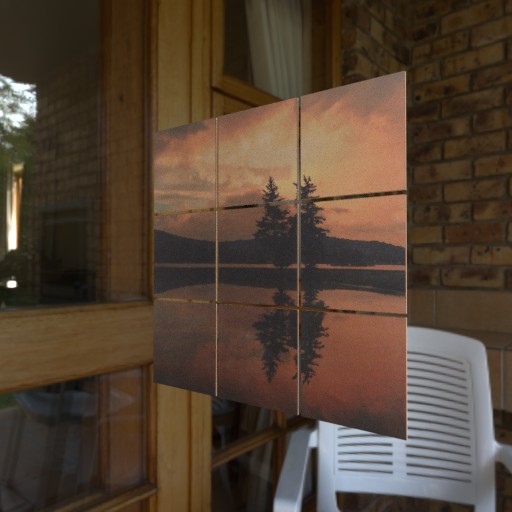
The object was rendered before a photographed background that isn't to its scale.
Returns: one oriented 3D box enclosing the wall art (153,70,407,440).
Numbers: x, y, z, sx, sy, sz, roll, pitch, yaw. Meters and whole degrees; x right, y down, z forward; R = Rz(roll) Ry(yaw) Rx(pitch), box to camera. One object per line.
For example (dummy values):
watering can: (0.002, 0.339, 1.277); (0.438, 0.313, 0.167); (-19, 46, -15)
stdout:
wall art: (0.000, 0.000, 2.271); (1.520, 1.525, 0.013); (-1, -1, 35)
